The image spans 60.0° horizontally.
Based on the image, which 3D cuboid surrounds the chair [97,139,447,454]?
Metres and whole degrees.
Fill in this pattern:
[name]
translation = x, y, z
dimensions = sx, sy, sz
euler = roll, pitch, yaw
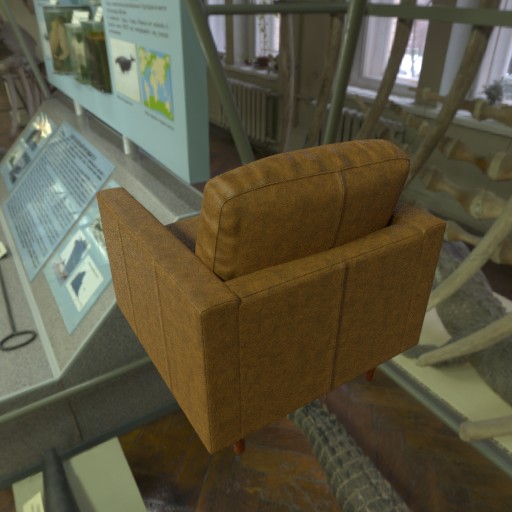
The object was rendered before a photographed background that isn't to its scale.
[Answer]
[chair]
translation = 0.000, 0.000, 1.652
dimensions = 0.890, 0.956, 0.909
euler = -18, 34, -28
